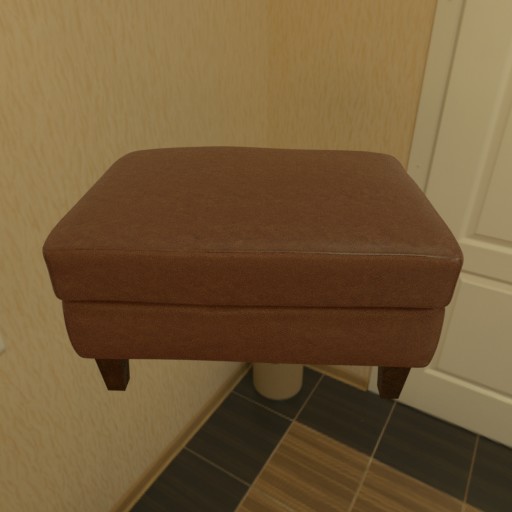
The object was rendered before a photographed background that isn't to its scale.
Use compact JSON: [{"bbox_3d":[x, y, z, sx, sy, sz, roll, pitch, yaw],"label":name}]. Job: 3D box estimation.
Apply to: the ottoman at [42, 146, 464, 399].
[{"bbox_3d":[0.000,0.000,1.220,0.851,0.485,0.650,1,31,2],"label":"ottoman"}]
